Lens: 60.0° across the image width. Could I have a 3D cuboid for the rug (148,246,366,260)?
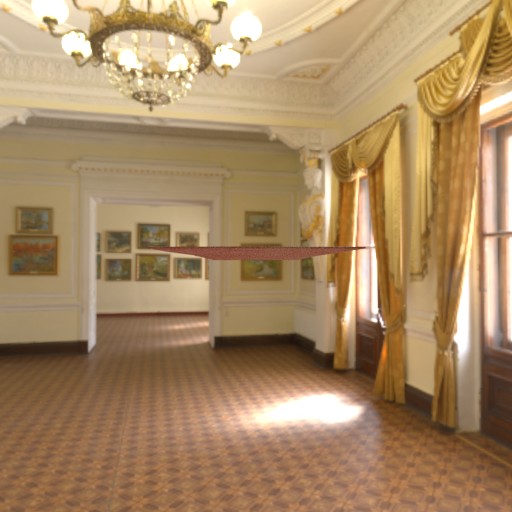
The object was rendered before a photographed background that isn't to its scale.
[{"bbox_3d":[0.000,0.000,2.618,0.718,0.013,2.353,0,-1,0],"label":"rug"}]
